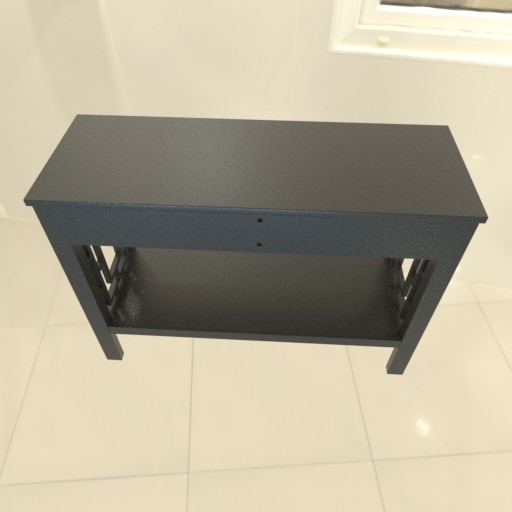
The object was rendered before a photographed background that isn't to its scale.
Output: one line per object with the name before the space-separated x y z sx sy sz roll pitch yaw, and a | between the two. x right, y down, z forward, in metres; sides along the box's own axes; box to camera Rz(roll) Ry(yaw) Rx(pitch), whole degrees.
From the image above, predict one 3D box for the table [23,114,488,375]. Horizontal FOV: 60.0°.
table | 0.000 0.000 1.425 1.068 0.753 0.397 2 48 2
